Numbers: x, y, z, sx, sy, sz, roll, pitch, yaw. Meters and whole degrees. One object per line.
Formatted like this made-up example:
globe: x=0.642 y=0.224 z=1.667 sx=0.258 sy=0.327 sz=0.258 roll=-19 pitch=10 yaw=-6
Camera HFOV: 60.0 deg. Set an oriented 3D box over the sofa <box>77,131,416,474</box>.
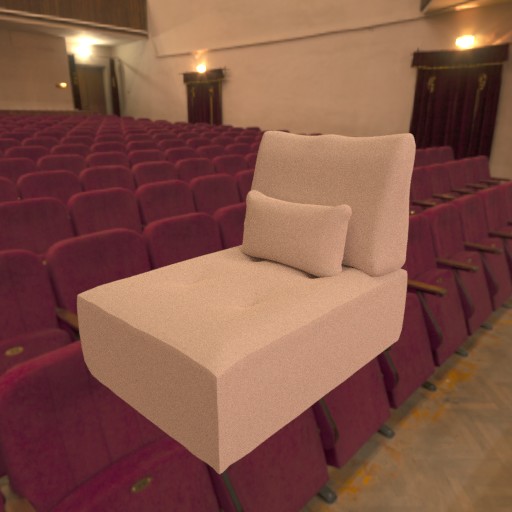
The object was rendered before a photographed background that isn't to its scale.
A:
sofa: x=0.000 y=0.000 z=1.549 sx=0.700 sy=0.820 sz=1.000 roll=16 pitch=23 yaw=41
